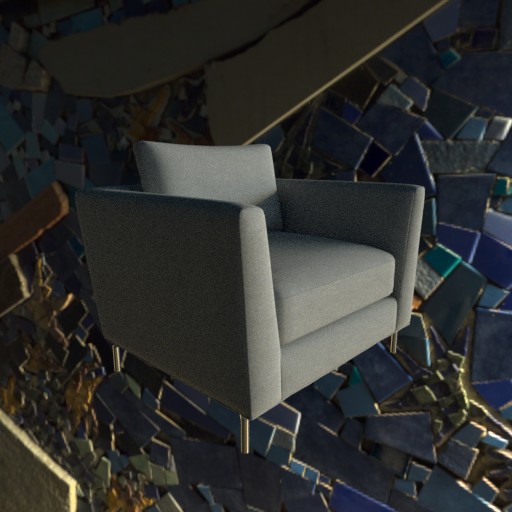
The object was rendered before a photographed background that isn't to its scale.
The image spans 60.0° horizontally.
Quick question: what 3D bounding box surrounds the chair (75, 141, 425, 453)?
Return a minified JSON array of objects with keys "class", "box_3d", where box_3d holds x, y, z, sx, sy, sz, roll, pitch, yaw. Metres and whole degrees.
[{"class":"chair","box_3d":[0.000,0.000,1.726,0.889,0.864,1.041,12,18,42]}]
